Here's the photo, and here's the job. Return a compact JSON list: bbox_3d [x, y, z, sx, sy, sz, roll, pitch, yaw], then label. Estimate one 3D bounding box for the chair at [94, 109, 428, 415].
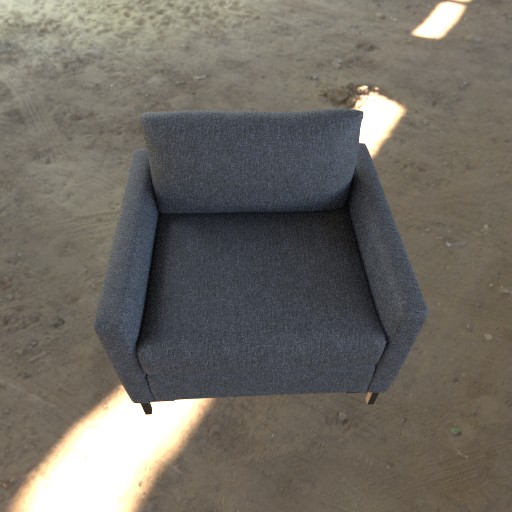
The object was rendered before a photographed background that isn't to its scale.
[{"bbox_3d":[0.000,0.000,1.634,0.963,0.861,0.866,-2,48,-2],"label":"chair"}]
